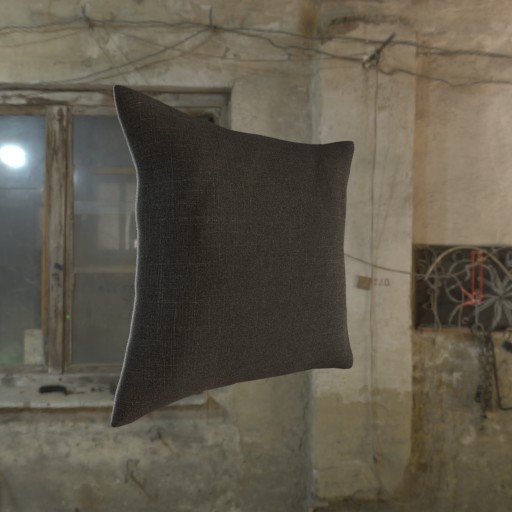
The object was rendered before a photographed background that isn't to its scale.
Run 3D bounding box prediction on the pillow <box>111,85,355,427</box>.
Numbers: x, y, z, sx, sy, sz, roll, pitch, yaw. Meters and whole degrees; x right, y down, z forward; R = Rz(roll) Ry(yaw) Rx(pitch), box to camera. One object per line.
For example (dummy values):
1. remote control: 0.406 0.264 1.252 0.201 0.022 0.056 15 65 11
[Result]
1. pillow: 0.000 0.000 0.712 0.468 0.444 0.138 0 1 -37
